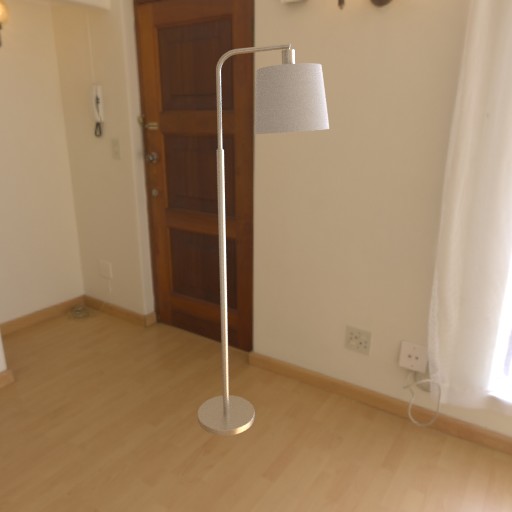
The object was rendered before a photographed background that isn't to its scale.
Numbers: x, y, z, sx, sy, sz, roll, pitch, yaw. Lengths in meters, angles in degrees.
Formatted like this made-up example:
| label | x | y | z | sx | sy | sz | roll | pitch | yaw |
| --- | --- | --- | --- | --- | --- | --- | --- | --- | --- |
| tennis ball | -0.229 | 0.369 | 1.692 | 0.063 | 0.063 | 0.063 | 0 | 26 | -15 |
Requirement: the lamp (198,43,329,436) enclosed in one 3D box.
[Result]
| label | x | y | z | sx | sy | sz | roll | pitch | yaw |
| --- | --- | --- | --- | --- | --- | --- | --- | --- | --- |
| lamp | 0.000 | 0.000 | 1.695 | 0.508 | 1.478 | 0.254 | 3 | 17 | 8 |
